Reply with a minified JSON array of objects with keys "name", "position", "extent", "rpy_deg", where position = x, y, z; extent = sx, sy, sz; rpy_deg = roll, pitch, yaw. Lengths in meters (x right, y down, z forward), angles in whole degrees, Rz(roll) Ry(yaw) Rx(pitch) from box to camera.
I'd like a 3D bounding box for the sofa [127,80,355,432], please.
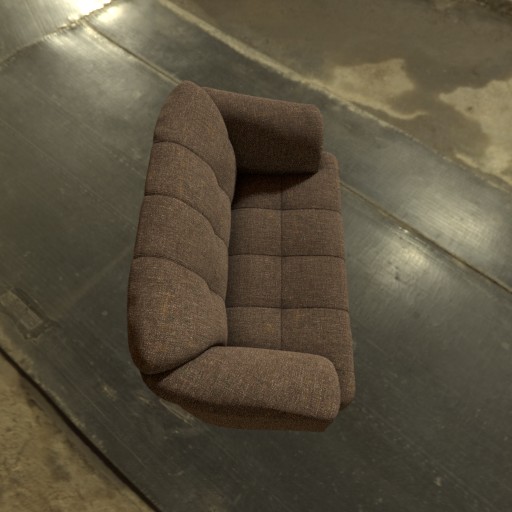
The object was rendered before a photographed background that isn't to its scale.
[{"name":"sofa","position":[0.000,0.000,1.923],"extent":[0.799,0.895,1.404],"rpy_deg":[1,62,1]}]
